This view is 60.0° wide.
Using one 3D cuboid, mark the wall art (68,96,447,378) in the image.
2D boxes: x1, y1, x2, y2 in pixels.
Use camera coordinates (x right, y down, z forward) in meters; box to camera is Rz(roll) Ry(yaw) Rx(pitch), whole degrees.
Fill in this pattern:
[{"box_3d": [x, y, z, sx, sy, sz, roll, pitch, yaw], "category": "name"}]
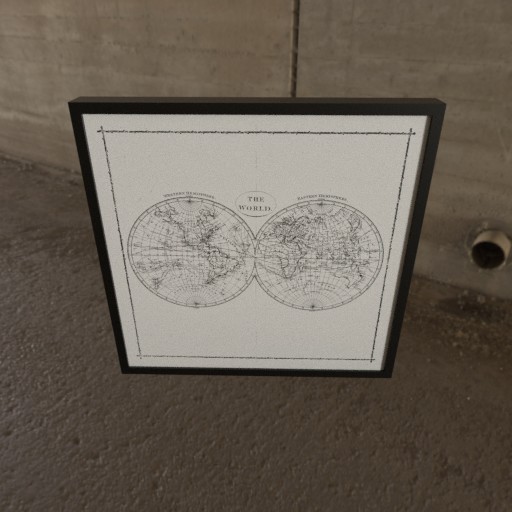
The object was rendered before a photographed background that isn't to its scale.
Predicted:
[{"box_3d": [0.000, 0.000, 0.472, 0.327, 0.318, 0.029, 1, 29, 1], "category": "wall art"}]
